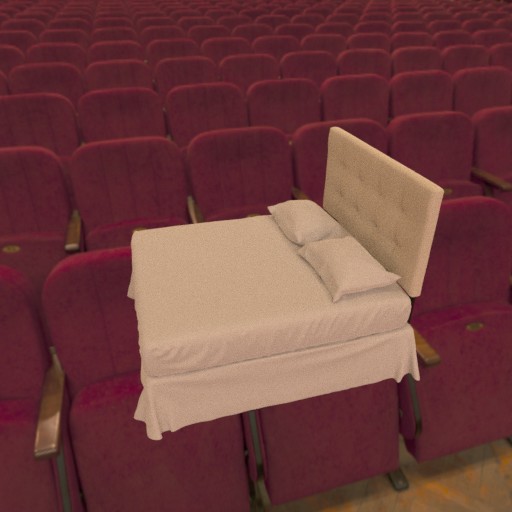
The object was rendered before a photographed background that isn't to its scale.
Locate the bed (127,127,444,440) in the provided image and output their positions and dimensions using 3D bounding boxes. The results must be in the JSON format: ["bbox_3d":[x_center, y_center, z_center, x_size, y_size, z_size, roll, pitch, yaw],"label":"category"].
[{"bbox_3d":[0.000,0.000,3.640,2.222,1.577,1.936,-8,32,-13],"label":"bed"}]
